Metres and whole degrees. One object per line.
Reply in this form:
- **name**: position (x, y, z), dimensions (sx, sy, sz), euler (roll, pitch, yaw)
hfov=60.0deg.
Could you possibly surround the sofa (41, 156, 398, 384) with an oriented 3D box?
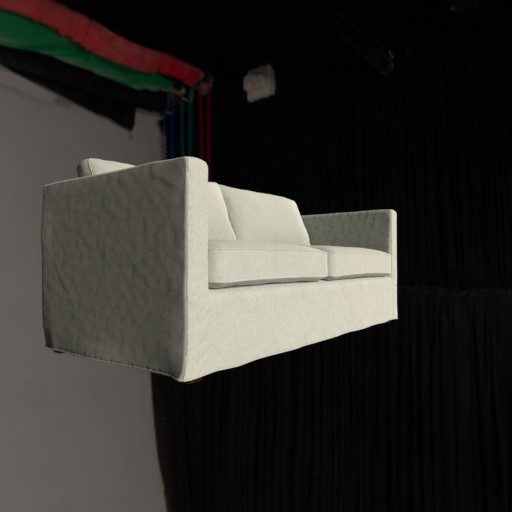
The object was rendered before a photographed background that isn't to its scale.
- **sofa**: position (0.000, 0.000, 2.464), dimensions (0.940, 0.870, 1.987), euler (-1, -1, 37)
